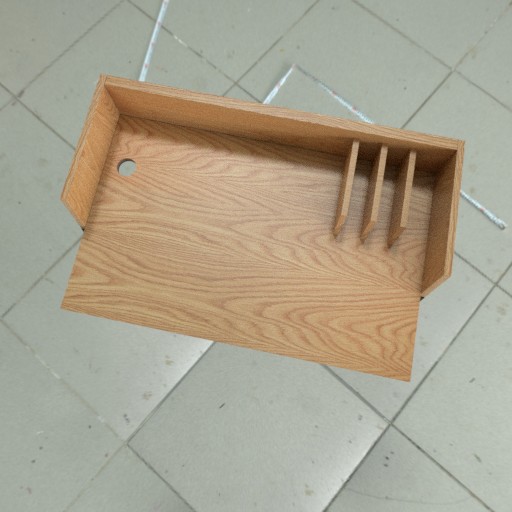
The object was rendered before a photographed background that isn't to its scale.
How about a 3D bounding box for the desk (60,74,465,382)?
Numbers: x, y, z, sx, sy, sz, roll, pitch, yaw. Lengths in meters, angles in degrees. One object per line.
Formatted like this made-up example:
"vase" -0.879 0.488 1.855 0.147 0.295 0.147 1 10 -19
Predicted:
"desk" 0.000 0.000 1.851 1.191 1.061 0.769 11 77 3
